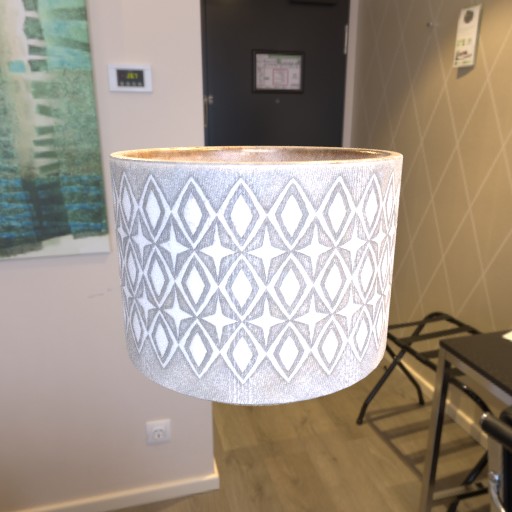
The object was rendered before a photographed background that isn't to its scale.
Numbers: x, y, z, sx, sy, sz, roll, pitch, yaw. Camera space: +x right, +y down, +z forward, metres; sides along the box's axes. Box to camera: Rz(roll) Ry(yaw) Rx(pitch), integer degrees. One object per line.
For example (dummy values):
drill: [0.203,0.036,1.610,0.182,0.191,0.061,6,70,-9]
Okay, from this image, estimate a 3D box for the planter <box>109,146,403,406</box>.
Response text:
planter: [0.000,0.000,0.314,0.186,0.144,0.186,0,16,0]
